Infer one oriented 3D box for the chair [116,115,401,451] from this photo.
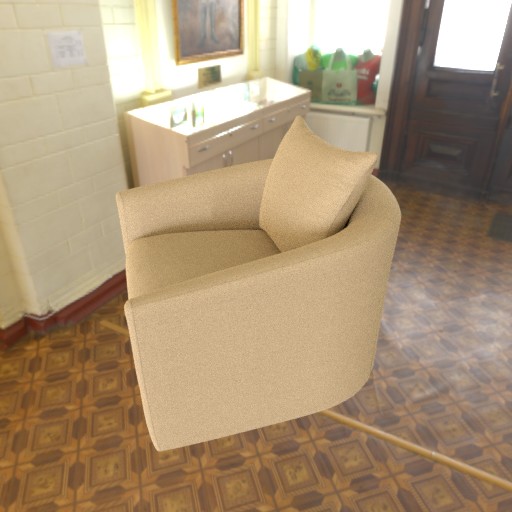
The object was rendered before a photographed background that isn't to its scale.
[{"bbox_3d":[0.000,0.000,1.587,0.910,0.848,0.845,-8,30,-15],"label":"chair"}]
